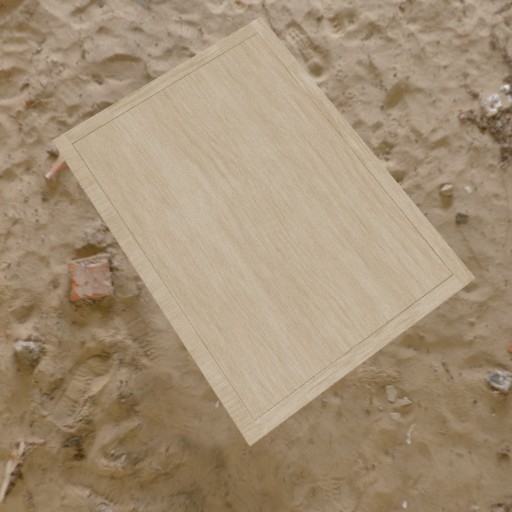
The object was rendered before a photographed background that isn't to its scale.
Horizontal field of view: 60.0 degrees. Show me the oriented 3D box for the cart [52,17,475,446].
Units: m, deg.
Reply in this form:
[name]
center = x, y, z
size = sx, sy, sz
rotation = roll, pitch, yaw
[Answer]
[cart]
center = 0.000, 0.000, 1.381
size = 0.559, 0.914, 0.762
rotation = -34, 79, -7
